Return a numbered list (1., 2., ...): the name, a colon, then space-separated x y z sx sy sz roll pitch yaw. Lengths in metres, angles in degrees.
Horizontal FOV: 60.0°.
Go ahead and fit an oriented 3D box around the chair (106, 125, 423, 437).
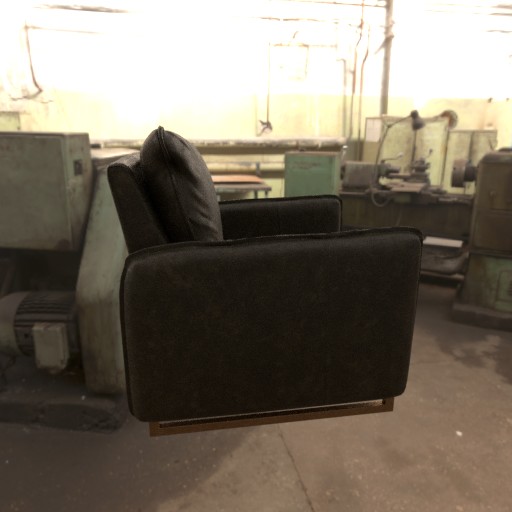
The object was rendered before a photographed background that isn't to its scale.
1. chair: 0.000 0.000 1.631 0.921 0.921 0.830 -3 16 -9
